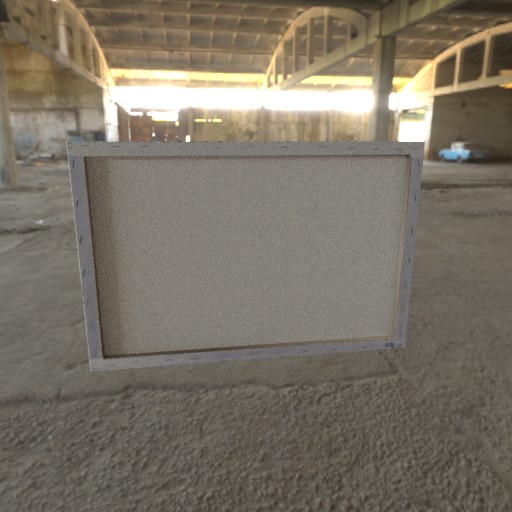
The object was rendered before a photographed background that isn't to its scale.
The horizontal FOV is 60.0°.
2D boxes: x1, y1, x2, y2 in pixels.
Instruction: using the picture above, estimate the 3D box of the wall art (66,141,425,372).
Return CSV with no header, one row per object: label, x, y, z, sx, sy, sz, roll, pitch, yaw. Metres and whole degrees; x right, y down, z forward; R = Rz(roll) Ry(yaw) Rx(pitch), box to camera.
wall art,0.000,0.000,1.513,1.143,0.757,0.038,-2,15,-9
